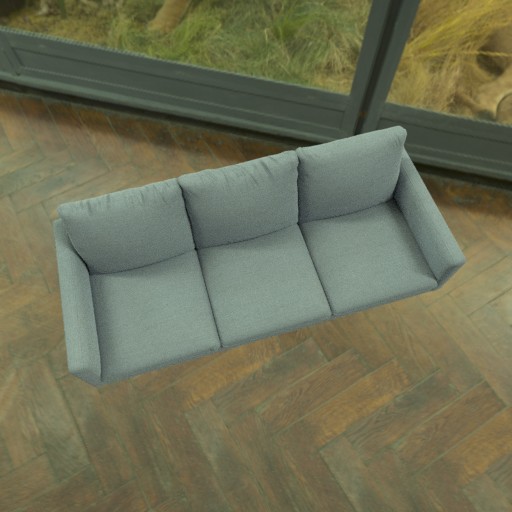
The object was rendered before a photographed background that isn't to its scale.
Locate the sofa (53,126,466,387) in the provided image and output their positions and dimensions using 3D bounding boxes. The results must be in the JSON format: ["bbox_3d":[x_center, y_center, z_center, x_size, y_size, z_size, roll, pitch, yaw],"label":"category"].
[{"bbox_3d":[0.000,0.000,2.421,2.000,0.830,0.850,-15,65,-7],"label":"sofa"}]
